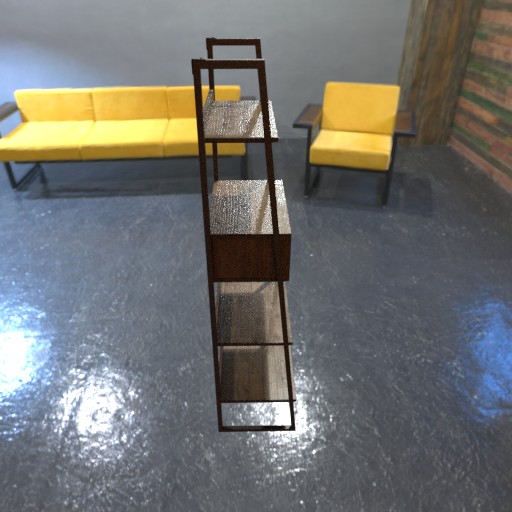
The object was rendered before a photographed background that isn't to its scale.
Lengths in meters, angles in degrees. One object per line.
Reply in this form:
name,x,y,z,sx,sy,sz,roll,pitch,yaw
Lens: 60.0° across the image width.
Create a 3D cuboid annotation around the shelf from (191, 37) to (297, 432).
shelf,0.000,0.000,2.321,0.454,2.005,0.652,0,32,-1
